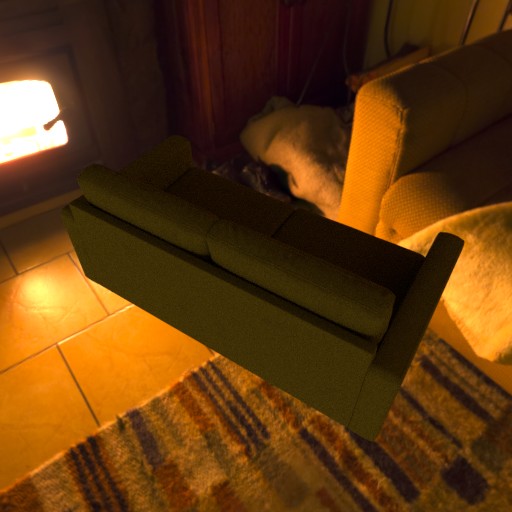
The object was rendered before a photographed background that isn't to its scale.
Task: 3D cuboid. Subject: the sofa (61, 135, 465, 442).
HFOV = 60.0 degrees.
[{"bbox_3d":[0.000,0.000,2.241,1.730,0.897,0.889,25,50,22],"label":"sofa"}]
